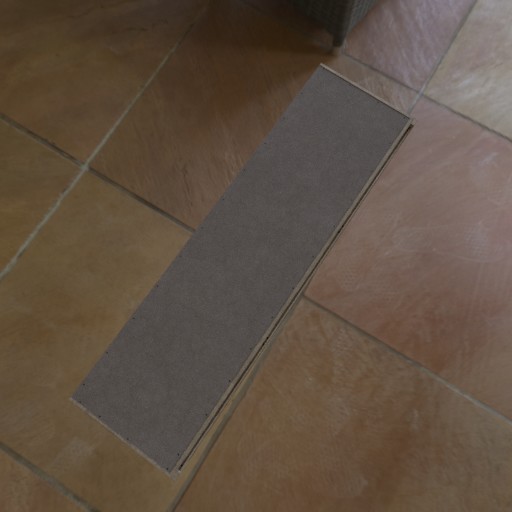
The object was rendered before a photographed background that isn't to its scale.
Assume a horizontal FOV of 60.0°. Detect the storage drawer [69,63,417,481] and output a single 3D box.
[{"bbox_3d":[0.000,0.000,2.253,0.591,0.274,2.072,34,79,7],"label":"storage drawer"}]
